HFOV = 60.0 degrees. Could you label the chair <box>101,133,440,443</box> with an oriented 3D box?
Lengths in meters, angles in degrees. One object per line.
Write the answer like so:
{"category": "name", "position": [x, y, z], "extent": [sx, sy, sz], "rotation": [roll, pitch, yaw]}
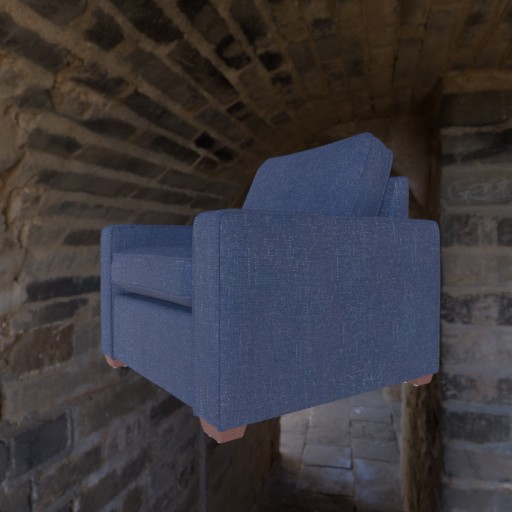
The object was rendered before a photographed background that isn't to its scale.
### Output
{"category": "chair", "position": [0.000, 0.000, 1.723], "extent": [0.940, 0.919, 1.017], "rotation": [-1, 1, -35]}
